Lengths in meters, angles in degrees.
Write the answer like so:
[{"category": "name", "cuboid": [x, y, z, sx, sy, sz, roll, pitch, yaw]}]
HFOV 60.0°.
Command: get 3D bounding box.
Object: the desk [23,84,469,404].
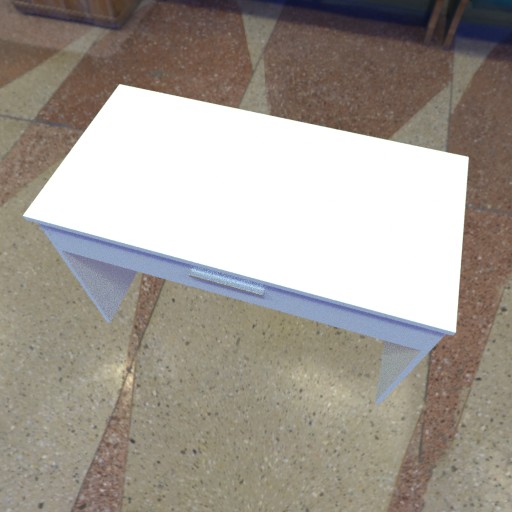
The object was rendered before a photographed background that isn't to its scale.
[{"category": "desk", "cuboid": [0.000, 0.000, 1.520, 1.100, 0.730, 0.560, 15, 59, 9]}]
